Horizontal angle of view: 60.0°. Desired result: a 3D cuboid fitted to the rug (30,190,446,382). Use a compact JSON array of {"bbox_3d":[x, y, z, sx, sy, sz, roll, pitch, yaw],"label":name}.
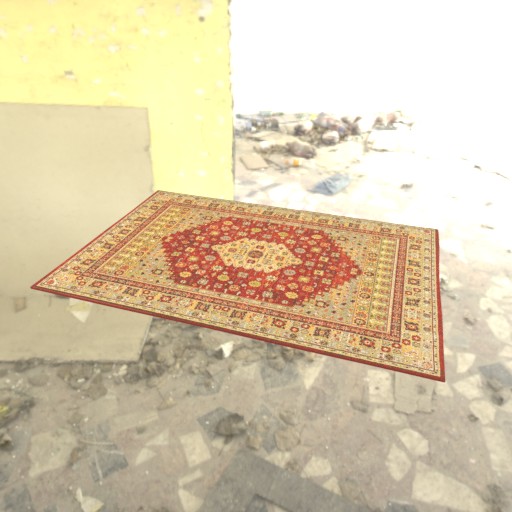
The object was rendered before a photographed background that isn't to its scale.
[{"bbox_3d":[0.000,0.000,2.285,1.802,0.013,1.194,10,33,16],"label":"rug"}]
